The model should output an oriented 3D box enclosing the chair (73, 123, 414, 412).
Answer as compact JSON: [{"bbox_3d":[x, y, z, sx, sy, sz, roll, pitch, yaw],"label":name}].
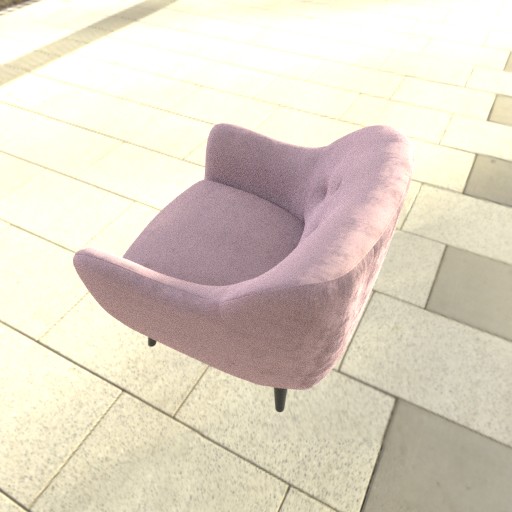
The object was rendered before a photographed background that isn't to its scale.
[{"bbox_3d":[0.000,0.000,1.501,0.820,0.820,0.840,19,49,18],"label":"chair"}]
